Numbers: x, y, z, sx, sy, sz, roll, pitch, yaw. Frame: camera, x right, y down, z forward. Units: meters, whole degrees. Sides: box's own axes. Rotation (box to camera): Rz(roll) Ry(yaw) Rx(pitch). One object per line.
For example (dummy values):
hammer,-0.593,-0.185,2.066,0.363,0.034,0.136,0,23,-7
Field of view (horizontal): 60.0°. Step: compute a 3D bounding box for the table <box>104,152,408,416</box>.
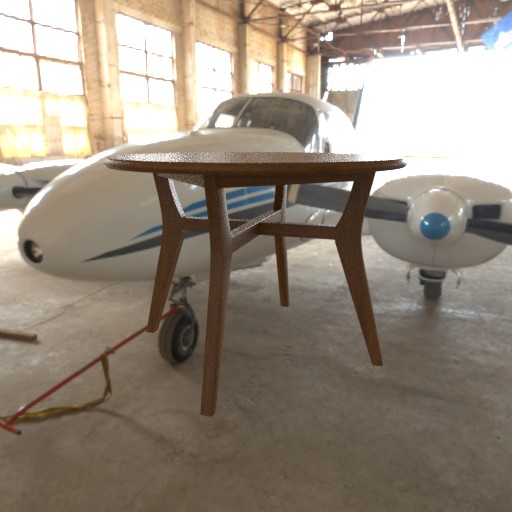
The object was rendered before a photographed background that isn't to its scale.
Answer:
table,0.000,0.000,1.714,1.055,0.757,1.055,0,15,0
